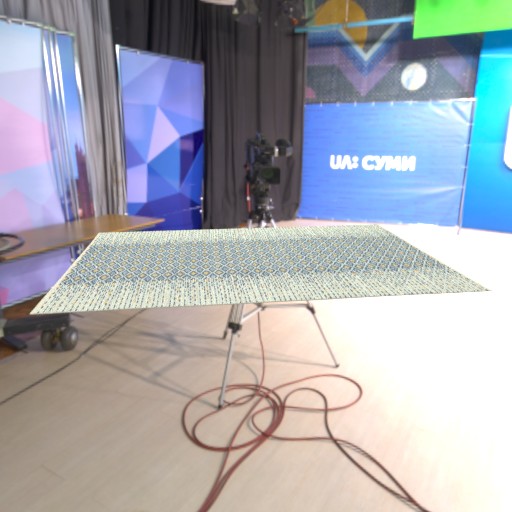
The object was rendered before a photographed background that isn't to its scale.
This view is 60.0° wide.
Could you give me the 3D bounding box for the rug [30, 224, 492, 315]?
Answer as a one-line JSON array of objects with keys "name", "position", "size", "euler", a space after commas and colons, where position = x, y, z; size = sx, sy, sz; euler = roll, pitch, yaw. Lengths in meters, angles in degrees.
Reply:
[{"name": "rug", "position": [0.000, 0.000, 2.309], "size": [1.828, 0.005, 1.219], "euler": [-2, 17, -7]}]
